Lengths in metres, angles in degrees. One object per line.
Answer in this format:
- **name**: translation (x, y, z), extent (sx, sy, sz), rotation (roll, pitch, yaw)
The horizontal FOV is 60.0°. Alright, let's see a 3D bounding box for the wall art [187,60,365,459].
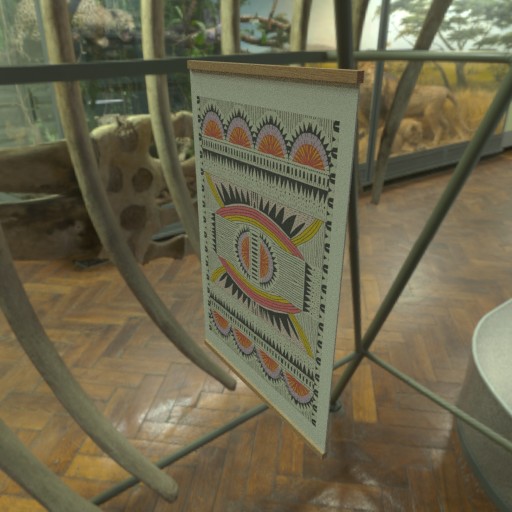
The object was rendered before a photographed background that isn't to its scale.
- **wall art**: translation (0.000, 0.000, 1.931), extent (0.028, 1.533, 0.999), rotation (-17, 31, -32)
